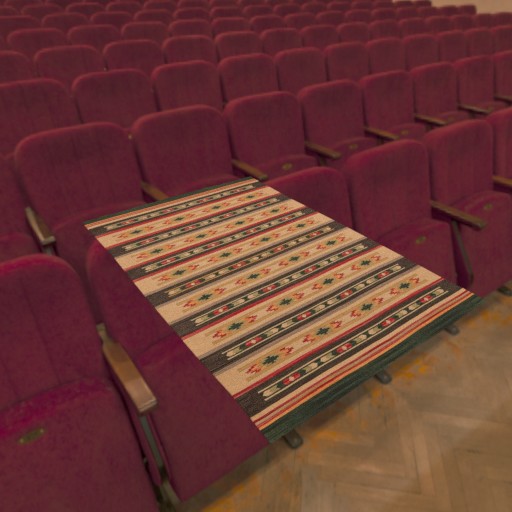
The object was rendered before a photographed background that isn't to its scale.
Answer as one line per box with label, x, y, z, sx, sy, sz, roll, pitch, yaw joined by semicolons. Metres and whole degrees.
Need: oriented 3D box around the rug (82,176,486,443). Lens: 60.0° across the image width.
rug;0.000;0.000;2.297;1.221;0.009;1.825;-21;38;-30
